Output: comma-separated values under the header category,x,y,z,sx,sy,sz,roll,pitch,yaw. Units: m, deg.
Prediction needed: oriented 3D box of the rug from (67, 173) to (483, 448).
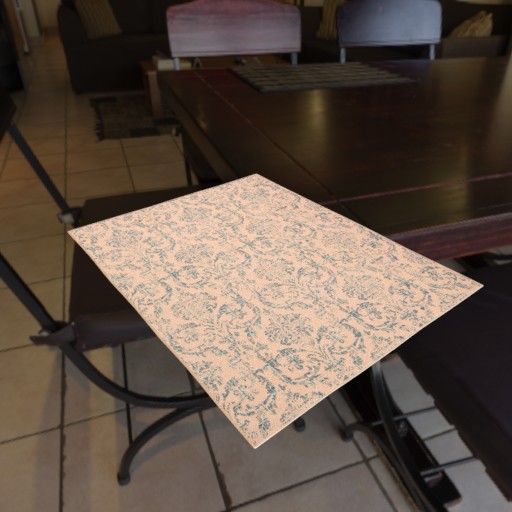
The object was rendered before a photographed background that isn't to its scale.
category,x,y,z,sx,sy,sz,roll,pitch,yaw
rug,0.000,0.000,3.971,2.363,0.012,2.980,-23,39,-31
